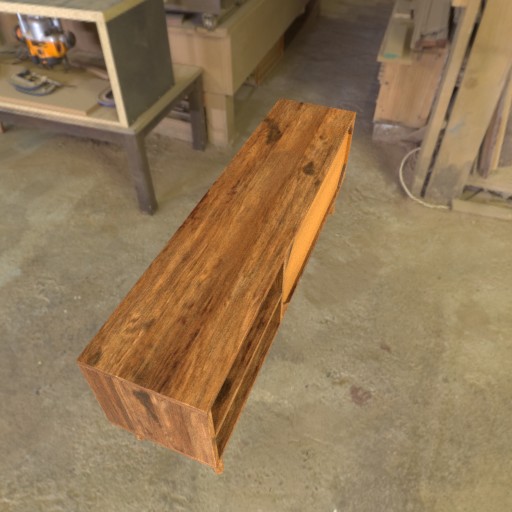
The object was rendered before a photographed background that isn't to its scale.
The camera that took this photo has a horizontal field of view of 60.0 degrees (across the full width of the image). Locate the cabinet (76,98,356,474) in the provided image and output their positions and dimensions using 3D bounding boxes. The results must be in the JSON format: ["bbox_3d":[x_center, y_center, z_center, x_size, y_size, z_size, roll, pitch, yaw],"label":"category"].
[{"bbox_3d":[0.000,0.000,1.672,0.349,0.528,1.448,16,48,15],"label":"cabinet"}]
